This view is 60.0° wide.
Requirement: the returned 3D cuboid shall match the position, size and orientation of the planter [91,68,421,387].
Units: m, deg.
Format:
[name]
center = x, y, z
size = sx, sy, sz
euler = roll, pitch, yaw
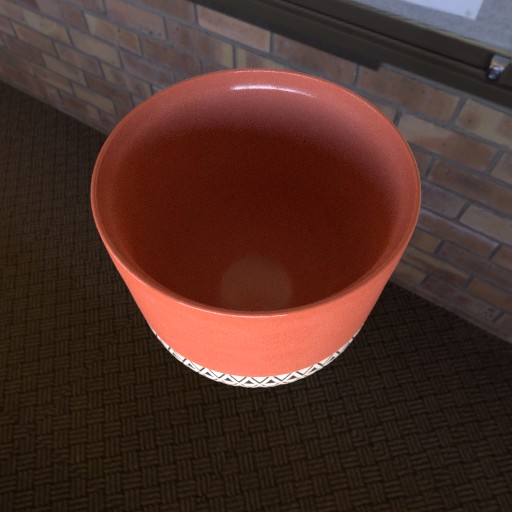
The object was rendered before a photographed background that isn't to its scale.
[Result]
[planter]
center = 0.000, 0.000, 0.475
size = 0.266, 0.270, 0.266
euler = 0, 58, 0
